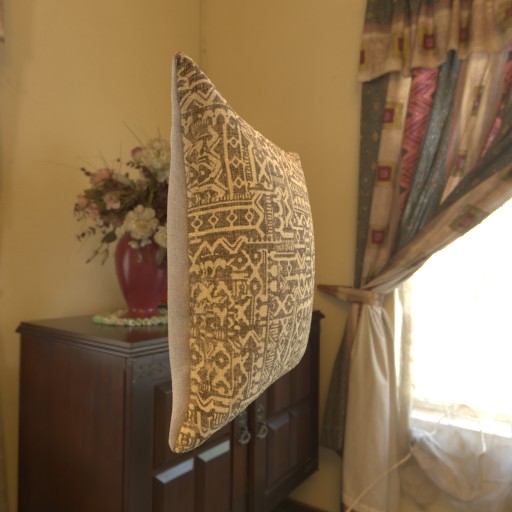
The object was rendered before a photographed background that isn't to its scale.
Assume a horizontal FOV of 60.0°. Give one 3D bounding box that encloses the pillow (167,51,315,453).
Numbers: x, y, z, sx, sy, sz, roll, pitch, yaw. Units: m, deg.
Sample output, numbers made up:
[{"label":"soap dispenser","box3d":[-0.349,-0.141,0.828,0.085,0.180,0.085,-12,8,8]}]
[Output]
[{"label":"pillow","box3d":[0.000,0.000,0.776,0.180,0.487,0.546,0,-1,20]}]
